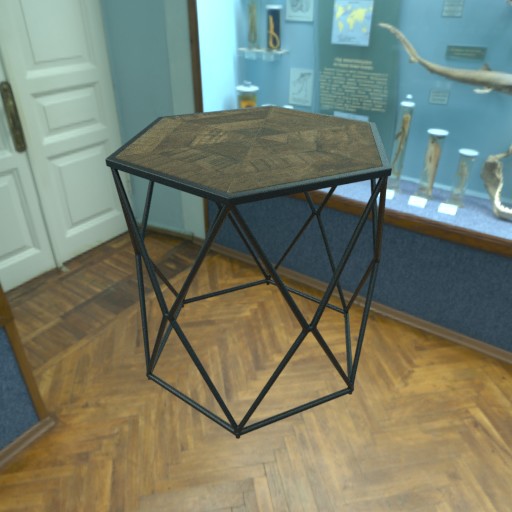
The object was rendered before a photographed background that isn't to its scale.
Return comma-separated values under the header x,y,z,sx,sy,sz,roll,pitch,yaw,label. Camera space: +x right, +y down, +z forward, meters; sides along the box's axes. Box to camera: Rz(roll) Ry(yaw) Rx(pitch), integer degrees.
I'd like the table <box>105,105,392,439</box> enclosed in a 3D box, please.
x,y,z,sx,sy,sz,roll,pitch,yaw,label
0.000,0.000,1.051,0.578,0.564,0.579,21,37,31,table
